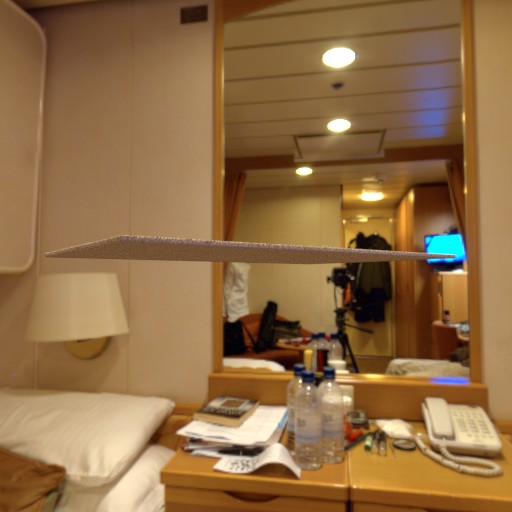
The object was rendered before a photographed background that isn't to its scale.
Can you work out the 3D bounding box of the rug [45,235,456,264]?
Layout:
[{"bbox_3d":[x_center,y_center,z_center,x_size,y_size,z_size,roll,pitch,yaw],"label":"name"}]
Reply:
[{"bbox_3d":[0.000,0.000,2.972,2.349,0.025,1.500,2,-4,-36],"label":"rug"}]
